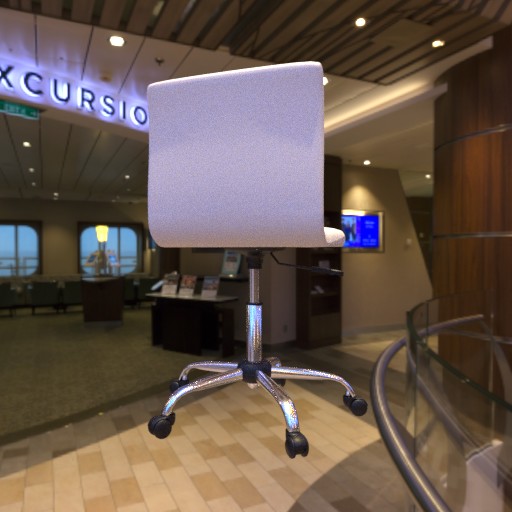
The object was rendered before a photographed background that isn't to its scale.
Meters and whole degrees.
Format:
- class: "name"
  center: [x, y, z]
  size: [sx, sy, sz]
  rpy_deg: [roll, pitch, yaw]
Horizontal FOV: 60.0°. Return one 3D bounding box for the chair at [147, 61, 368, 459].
- class: "chair"
  center: [0.000, 0.000, 1.068]
  size: [0.520, 0.750, 0.455]
  rpy_deg: [0, 1, 18]
